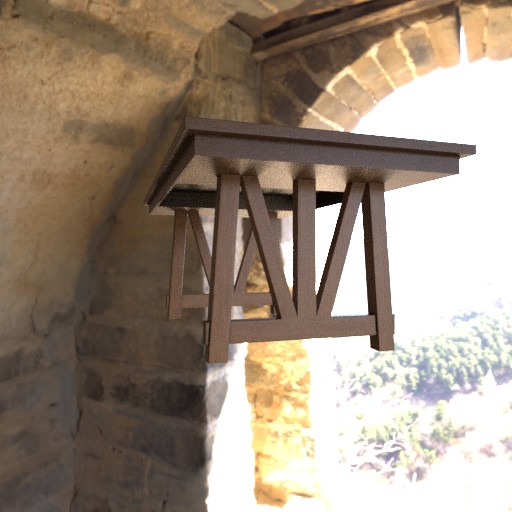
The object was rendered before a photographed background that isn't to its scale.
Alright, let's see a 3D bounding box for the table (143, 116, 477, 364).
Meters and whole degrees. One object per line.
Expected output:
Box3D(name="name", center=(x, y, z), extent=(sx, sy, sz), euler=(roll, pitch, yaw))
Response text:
Box3D(name="table", center=(0.000, 0.000, 2.285), extent=(1.016, 0.768, 1.881), euler=(0, 0, -18))
